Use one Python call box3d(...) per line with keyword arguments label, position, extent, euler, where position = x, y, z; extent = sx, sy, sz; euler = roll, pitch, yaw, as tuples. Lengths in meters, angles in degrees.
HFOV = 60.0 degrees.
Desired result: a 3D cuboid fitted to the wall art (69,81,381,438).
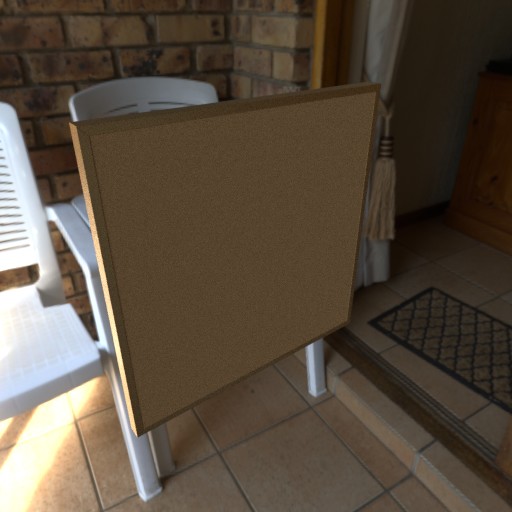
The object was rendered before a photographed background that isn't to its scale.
box3d(label="wall art", position=(0.000, 0.000, 1.124), extent=(0.762, 0.762, 0.038), euler=(-20, 35, -31))
